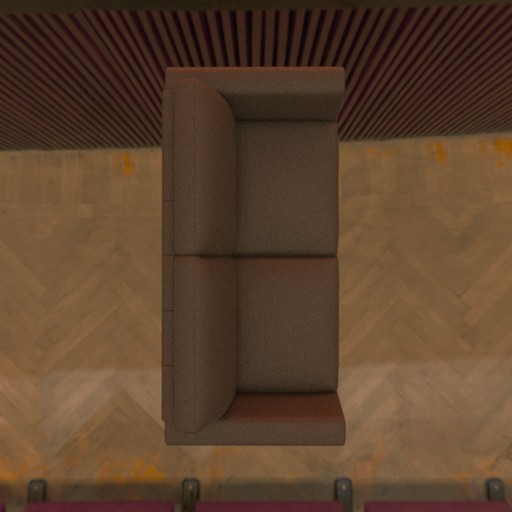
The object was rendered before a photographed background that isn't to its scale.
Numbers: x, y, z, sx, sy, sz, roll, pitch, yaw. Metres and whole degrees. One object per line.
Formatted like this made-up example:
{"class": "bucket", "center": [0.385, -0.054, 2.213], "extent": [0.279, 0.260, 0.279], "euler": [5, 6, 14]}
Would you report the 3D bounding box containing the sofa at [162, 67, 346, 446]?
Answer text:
{"class": "sofa", "center": [0.000, 0.000, 2.496], "extent": [0.953, 0.875, 2.017], "euler": [0, 90, 0]}
